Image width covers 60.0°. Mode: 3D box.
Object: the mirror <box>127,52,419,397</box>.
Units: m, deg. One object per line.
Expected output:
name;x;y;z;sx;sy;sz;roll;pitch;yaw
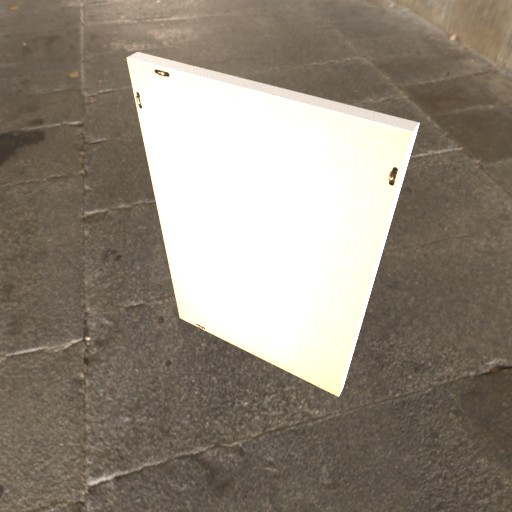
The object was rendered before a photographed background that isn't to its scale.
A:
mirror;0.000;0.000;1.164;0.609;0.915;0.041;22;50;20
